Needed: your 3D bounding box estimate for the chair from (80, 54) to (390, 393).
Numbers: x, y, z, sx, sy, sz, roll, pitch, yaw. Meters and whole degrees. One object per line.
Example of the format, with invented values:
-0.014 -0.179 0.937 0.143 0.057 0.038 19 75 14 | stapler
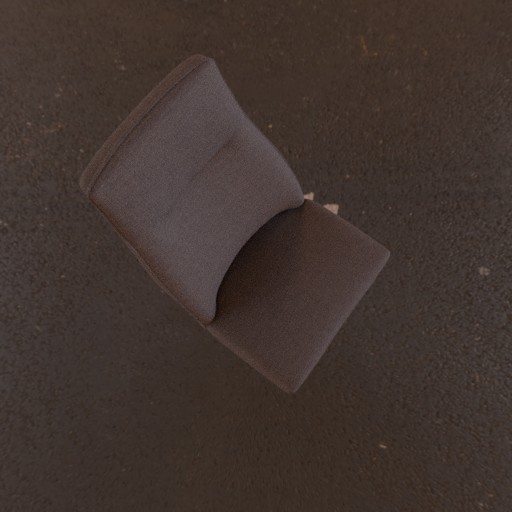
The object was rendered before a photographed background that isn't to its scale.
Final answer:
0.000 0.000 1.257 0.620 0.930 0.500 36 79 8 | chair
